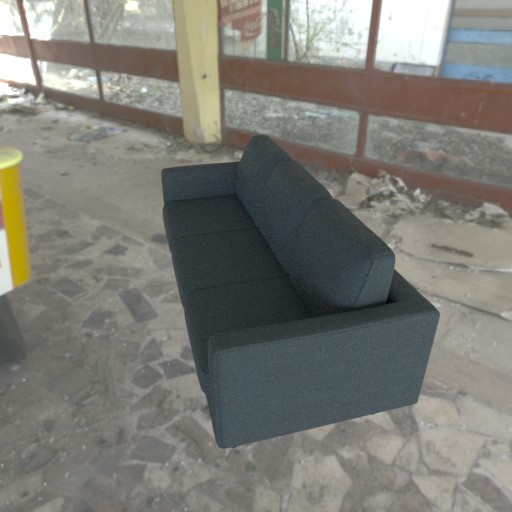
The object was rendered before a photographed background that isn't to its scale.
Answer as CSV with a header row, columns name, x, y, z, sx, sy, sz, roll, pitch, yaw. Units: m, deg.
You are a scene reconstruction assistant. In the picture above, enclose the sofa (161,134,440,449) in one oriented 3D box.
name,x,y,z,sx,sy,sz,roll,pitch,yaw
sofa,0.000,0.000,2.562,0.935,0.945,2.013,-8,31,-13
